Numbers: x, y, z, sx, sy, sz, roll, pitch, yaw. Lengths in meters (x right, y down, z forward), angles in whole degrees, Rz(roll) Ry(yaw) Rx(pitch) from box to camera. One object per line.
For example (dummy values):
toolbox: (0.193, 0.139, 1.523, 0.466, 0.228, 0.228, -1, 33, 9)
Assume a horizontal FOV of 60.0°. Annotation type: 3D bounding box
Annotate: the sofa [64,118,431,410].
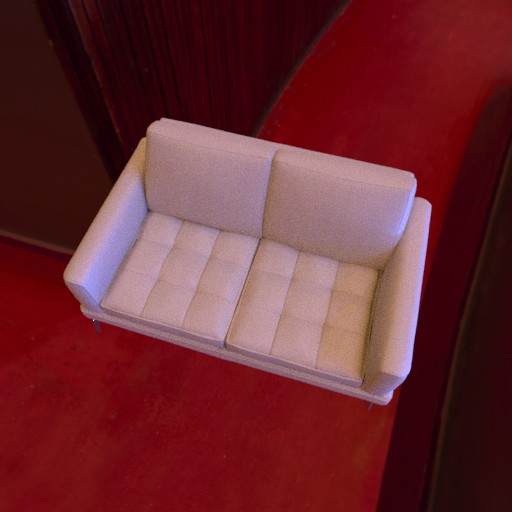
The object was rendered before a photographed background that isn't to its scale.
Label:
sofa: (0.000, 0.000, 2.515, 1.819, 0.930, 1.121, 15, 61, 8)
